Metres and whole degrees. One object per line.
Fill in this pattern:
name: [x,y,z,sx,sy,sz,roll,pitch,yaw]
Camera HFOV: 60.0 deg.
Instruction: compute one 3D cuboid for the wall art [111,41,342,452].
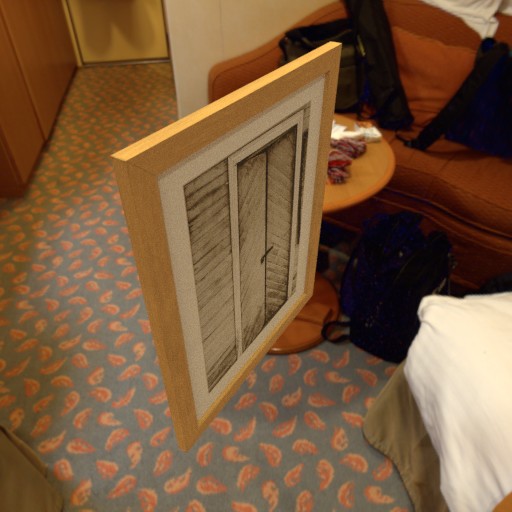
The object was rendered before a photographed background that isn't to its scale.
wall art: [0.000,0.000,0.736,0.020,0.561,0.460,23,46,25]
